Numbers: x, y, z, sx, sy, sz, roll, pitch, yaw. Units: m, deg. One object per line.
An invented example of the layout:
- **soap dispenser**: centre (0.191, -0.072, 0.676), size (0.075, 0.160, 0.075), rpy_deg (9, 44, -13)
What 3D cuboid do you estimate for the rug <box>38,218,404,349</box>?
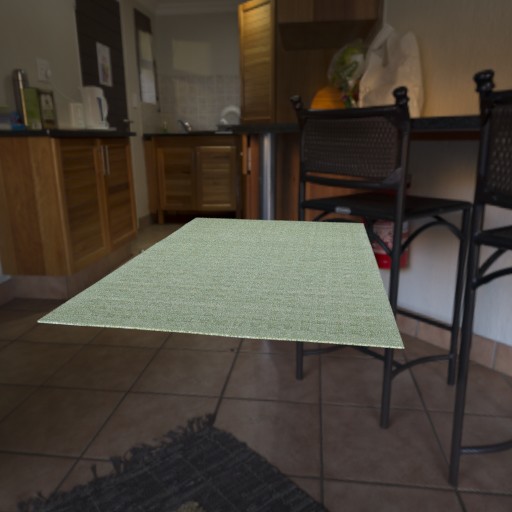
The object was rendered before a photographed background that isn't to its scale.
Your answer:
- **rug**: centre (0.000, 0.000, 2.171), size (1.143, 0.006, 1.747), rpy_deg (3, 16, 9)
